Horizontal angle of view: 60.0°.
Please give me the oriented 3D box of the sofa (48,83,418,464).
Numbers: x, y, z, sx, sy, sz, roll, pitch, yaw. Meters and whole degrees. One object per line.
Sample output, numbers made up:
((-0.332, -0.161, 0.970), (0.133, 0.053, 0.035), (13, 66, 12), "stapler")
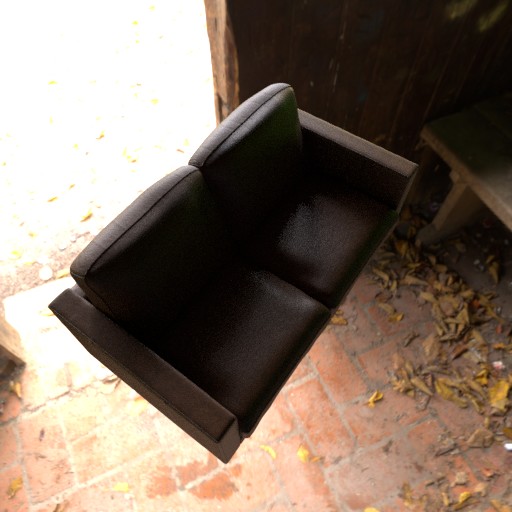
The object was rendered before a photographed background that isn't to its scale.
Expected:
((0.000, 0.000, 2.130), (0.909, 0.951, 1.578), (32, 63, 18), "sofa")
